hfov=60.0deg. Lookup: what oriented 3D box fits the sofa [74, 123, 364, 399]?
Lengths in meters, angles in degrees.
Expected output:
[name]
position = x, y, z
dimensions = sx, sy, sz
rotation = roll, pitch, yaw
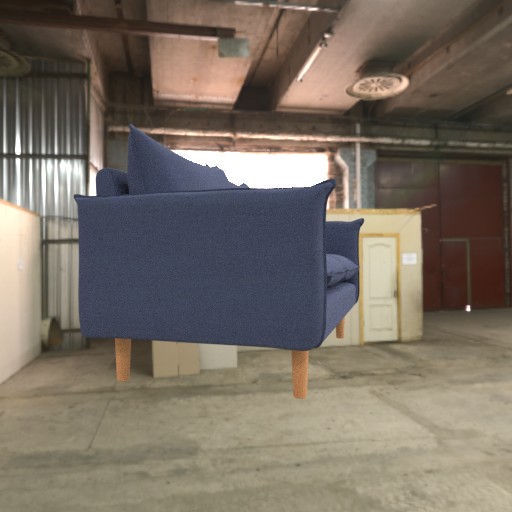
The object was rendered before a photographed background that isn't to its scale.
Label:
[sofa]
position = 0.000, 0.000, 1.877
dimensions = 0.820, 0.840, 1.300
rotation = 0, 0, 17
